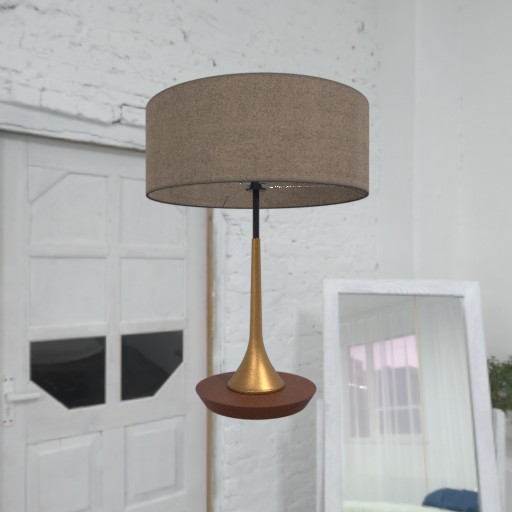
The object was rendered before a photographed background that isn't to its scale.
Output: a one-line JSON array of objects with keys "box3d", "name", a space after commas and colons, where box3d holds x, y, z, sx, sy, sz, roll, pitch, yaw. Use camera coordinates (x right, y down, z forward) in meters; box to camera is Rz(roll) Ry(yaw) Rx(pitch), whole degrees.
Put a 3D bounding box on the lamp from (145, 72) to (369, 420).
[{"box3d": [0.000, 0.000, 0.839, 0.417, 0.551, 0.396, 0, 1, 36], "name": "lamp"}]
